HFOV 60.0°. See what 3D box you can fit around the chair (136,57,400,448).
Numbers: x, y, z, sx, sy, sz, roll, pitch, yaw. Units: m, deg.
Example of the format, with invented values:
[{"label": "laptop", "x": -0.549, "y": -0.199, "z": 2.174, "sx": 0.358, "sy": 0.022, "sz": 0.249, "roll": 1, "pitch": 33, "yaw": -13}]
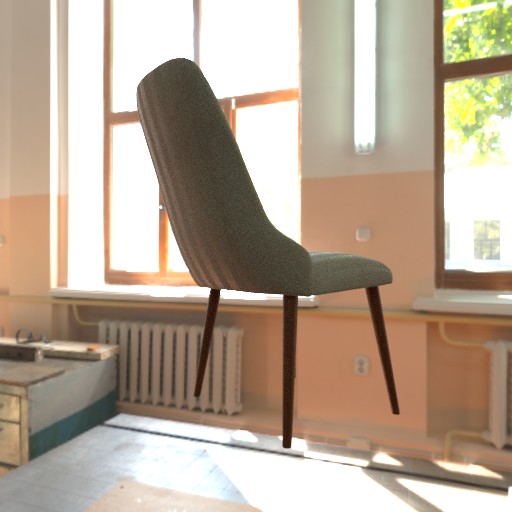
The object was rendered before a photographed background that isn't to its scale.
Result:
[{"label": "chair", "x": 0.000, "y": 0.000, "z": 1.303, "sx": 0.684, "sy": 0.917, "sz": 0.526, "roll": 0, "pitch": 0, "yaw": -34}]
